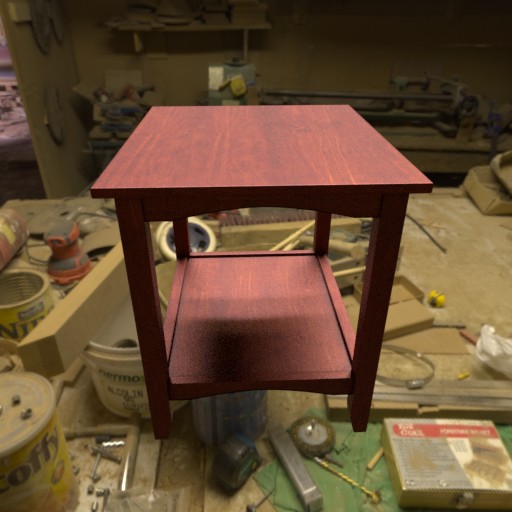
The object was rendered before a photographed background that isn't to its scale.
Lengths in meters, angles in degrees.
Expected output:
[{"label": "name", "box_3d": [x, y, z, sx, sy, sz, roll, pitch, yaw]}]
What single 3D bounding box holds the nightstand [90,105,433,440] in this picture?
[{"label": "nightstand", "box_3d": [0.000, 0.000, 1.023, 0.501, 0.558, 0.558, -1, 30, -2]}]
